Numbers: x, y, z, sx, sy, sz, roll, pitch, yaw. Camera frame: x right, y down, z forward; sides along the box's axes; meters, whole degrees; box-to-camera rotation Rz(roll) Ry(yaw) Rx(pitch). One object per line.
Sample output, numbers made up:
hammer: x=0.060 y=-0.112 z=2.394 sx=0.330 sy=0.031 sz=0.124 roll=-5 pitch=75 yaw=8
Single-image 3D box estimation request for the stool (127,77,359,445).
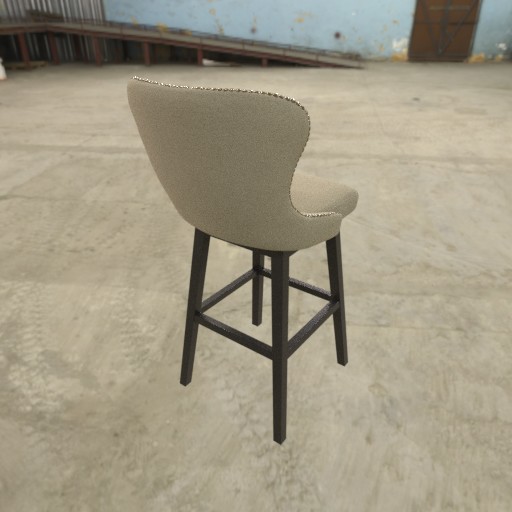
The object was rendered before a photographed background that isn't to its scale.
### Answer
stool: x=0.000 y=0.000 z=1.379 sx=0.528 sy=1.066 sz=0.605 roll=20 pitch=34 yaw=32
